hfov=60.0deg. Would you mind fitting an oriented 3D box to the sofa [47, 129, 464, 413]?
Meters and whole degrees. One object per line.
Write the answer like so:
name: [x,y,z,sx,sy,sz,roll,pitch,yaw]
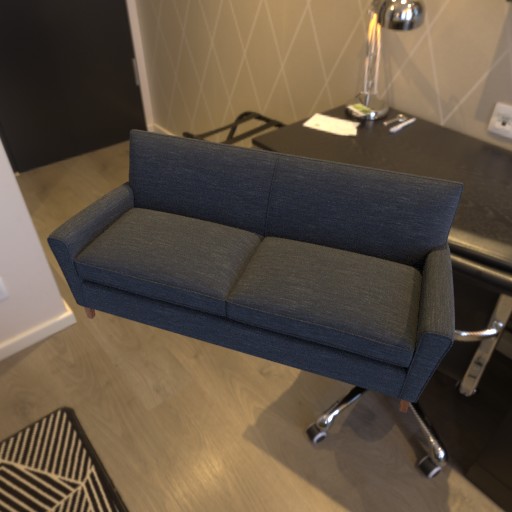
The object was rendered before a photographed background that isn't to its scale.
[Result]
sofa: [0.000,0.000,2.421,1.976,0.846,0.875,13,41,15]
